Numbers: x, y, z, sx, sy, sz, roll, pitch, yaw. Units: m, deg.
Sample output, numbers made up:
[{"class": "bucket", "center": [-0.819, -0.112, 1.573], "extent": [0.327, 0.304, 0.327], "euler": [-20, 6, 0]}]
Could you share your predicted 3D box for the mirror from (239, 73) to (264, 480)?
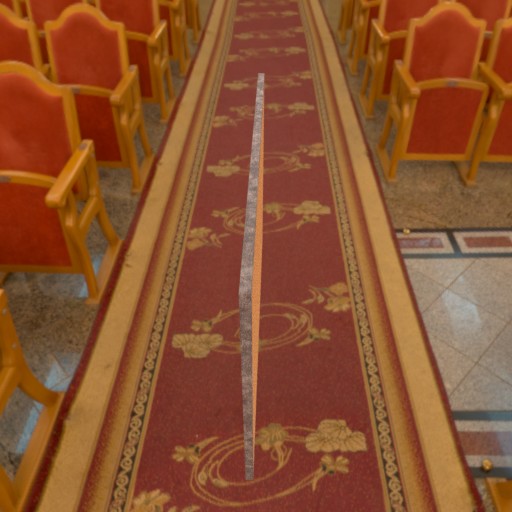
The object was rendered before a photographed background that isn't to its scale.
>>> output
[{"class": "mirror", "center": [0.000, 0.000, 1.459], "extent": [0.022, 0.795, 1.101], "euler": [1, 41, 2]}]
